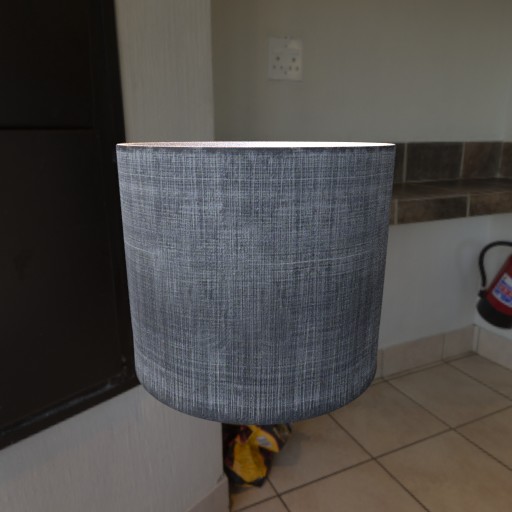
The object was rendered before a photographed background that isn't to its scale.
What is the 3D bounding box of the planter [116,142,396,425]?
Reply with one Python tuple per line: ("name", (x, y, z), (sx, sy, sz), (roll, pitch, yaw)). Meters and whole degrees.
("planter", (0.000, 0.000, 0.449), (0.254, 0.221, 0.254), (0, 15, 0))
